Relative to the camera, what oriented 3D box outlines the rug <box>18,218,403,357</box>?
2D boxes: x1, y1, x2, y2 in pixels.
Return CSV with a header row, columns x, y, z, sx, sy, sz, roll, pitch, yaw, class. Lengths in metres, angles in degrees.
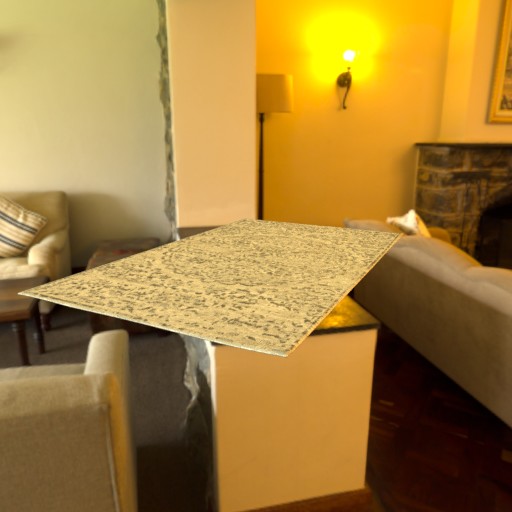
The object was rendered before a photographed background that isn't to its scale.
x,y,z,sx,sy,sz,roll,pitch,yaw,class
0.000,0.000,3.016,1.527,0.021,2.447,8,17,26,rug
